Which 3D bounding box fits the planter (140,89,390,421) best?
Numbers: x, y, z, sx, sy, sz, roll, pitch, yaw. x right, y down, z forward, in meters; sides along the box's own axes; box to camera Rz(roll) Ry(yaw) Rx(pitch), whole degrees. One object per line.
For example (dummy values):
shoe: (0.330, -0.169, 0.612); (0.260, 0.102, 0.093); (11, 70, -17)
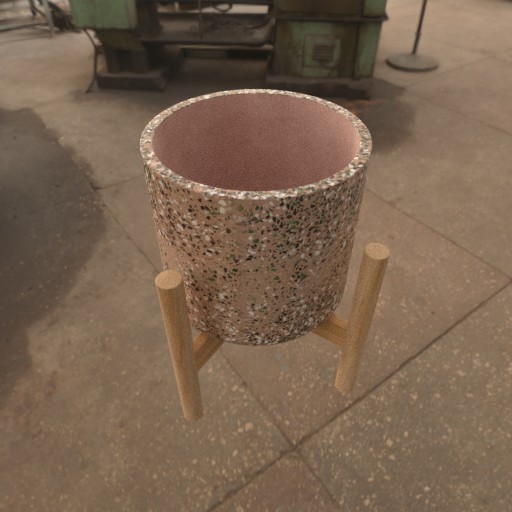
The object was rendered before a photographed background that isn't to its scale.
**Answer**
planter: (0.000, 0.000, 0.538); (0.284, 0.320, 0.284); (-24, 47, -24)
